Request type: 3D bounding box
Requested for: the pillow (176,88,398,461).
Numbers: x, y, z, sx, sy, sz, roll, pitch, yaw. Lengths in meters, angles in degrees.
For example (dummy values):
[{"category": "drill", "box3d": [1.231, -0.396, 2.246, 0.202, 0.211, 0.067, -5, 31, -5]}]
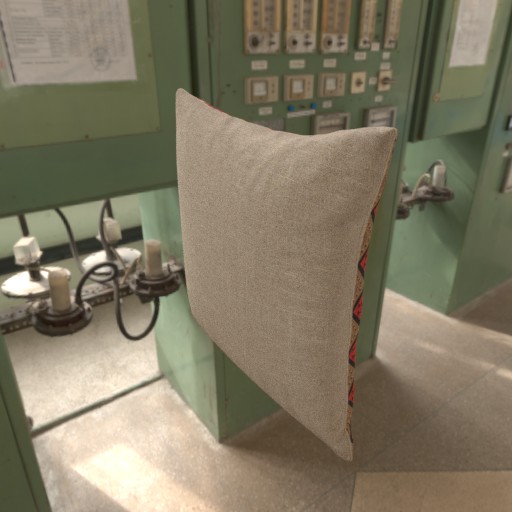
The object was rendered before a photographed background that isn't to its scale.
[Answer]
[{"category": "pillow", "box3d": [0.000, 0.000, 0.769, 0.158, 0.511, 0.513, -17, 30, -31]}]
